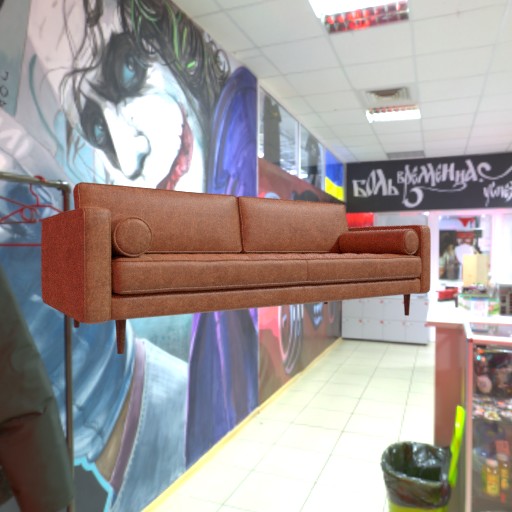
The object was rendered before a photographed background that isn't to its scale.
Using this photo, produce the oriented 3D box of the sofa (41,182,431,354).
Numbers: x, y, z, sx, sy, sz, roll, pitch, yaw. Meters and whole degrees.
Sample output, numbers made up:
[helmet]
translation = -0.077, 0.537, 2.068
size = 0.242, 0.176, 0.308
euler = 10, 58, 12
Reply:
[sofa]
translation = 0.000, 0.000, 2.623
size = 2.200, 0.770, 0.919
euler = 0, 1, -35
